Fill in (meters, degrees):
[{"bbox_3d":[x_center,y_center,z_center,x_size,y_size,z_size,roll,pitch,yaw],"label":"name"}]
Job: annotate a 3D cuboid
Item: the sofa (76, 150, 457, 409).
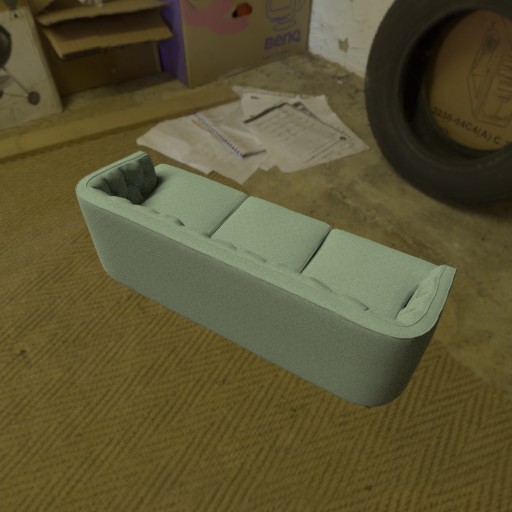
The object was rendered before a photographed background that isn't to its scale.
[{"bbox_3d":[0.000,0.000,2.827,2.278,0.855,0.941,23,51,21],"label":"sofa"}]
